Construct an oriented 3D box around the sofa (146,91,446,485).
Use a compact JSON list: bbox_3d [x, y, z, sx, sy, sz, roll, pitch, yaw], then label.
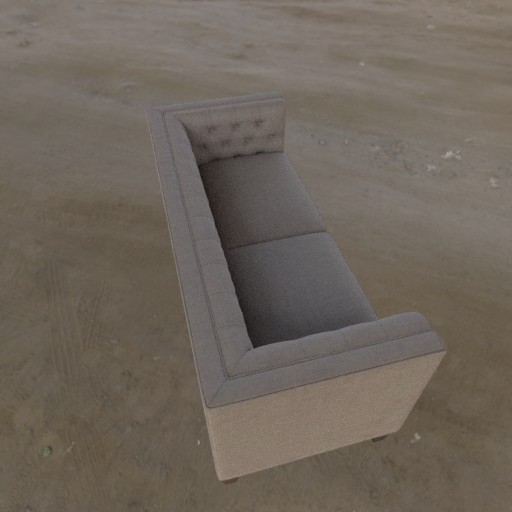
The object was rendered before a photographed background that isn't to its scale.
[{"bbox_3d":[0.000,0.000,2.168,0.775,0.762,1.778,-11,48,-10],"label":"sofa"}]
